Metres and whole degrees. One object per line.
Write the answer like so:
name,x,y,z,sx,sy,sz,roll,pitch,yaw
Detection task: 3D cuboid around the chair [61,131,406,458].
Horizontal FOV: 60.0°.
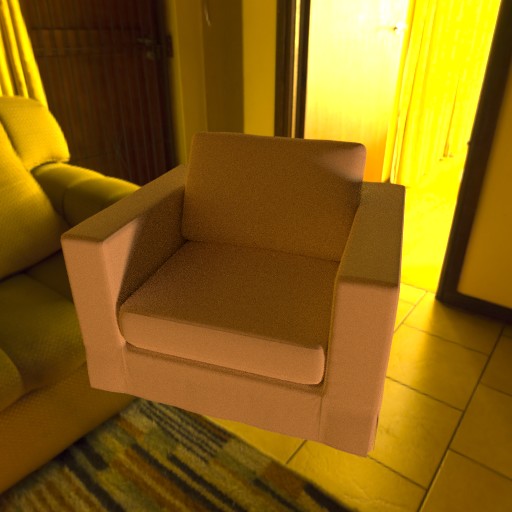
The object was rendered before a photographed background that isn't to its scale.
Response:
chair,0.000,0.000,1.828,1.150,0.878,0.957,8,29,16
